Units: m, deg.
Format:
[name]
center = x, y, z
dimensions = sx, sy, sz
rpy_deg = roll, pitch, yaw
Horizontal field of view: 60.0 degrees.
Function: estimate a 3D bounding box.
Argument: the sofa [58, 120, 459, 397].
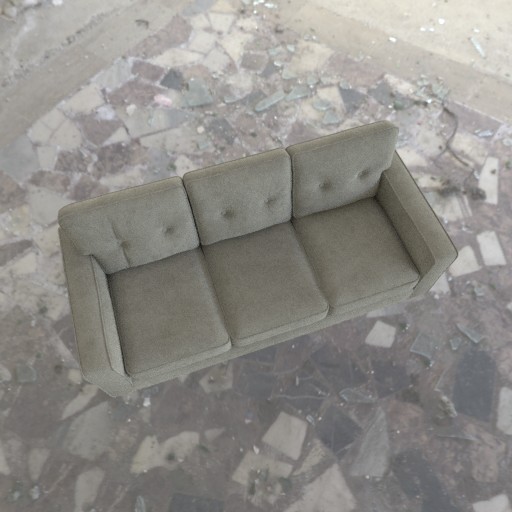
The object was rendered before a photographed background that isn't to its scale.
[sofa]
center = 0.000, 0.000, 2.665
dimensions = 2.133, 0.965, 0.939
rpy_deg = -17, 64, -8
